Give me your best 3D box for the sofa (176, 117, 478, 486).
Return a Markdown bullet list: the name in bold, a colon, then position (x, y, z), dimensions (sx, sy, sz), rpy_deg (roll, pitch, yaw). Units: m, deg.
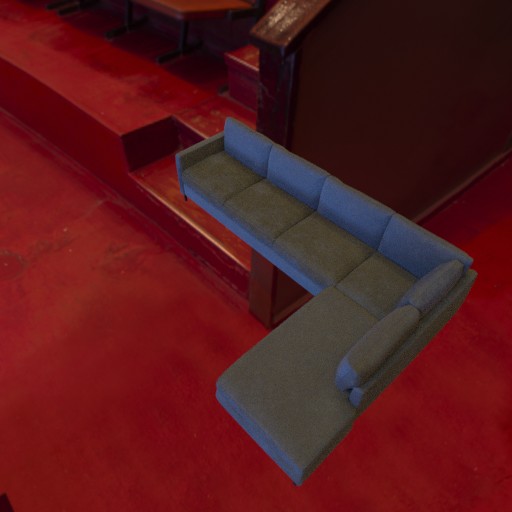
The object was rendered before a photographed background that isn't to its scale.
- **sofa**: position (0.000, 0.000, 3.206), dimensions (1.707, 0.687, 2.486), rpy_deg (-34, 56, -28)
